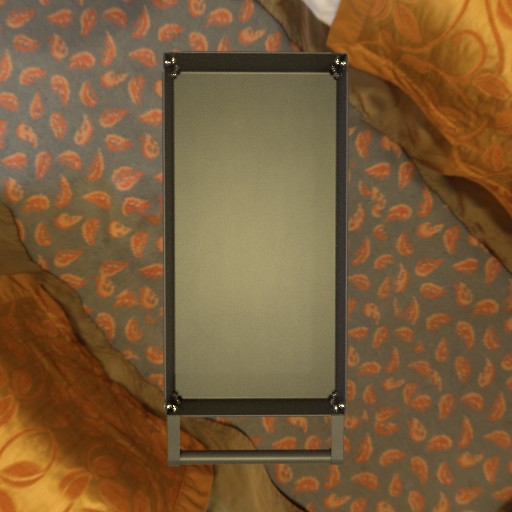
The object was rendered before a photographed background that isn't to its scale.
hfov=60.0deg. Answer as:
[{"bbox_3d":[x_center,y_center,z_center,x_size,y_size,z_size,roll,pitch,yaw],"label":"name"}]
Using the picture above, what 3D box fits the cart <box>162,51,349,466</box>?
[{"bbox_3d":[0.000,0.000,1.171,0.366,0.719,0.779,0,91,-1],"label":"cart"}]
